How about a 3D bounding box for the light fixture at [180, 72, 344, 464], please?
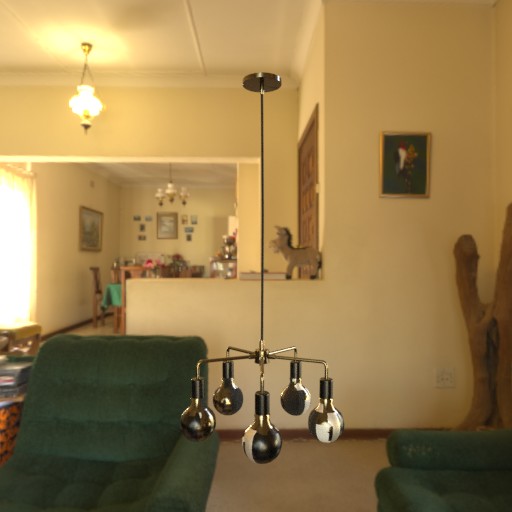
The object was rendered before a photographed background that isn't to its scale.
[{"bbox_3d":[0.000,0.000,1.238,0.421,0.988,0.438,0,-1,-17],"label":"light fixture"}]
